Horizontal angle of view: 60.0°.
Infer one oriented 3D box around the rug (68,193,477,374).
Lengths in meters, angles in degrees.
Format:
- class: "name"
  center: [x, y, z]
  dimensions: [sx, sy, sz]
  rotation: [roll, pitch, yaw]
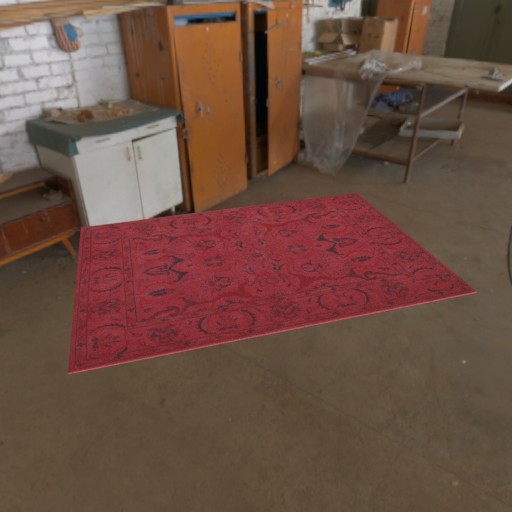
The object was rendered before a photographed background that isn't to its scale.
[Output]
- class: "rug"
  center: [0.000, 0.000, 2.358]
  dimensions: [1.814, 0.008, 1.209]
  rotation: [-9, 33, -14]
